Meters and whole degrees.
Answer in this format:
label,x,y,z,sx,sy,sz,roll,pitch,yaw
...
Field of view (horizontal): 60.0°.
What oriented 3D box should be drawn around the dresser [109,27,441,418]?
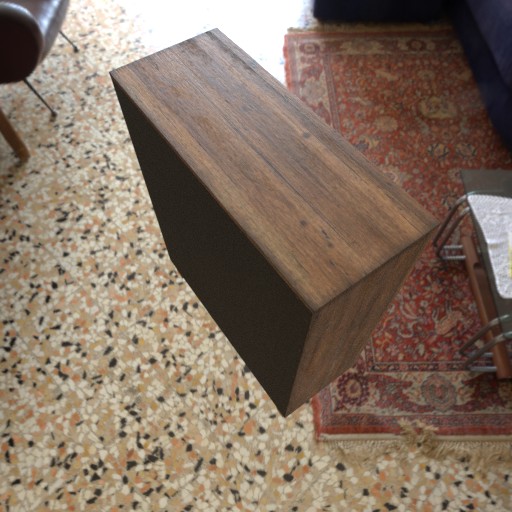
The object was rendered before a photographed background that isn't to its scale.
label,x,y,z,sx,sy,sz,roll,pitch,yaw
dresser,0.000,0.000,1.896,0.438,1.359,1.067,-32,64,-18
